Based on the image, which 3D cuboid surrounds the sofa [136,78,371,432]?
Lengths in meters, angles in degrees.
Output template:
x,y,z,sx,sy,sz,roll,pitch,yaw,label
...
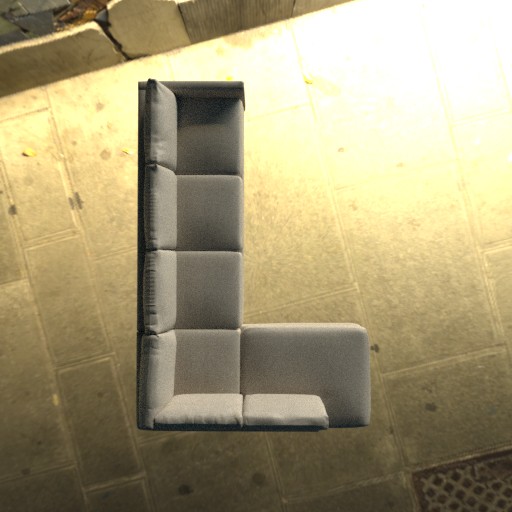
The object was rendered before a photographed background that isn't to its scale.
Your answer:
x,y,z,sx,sy,sz,roll,pitch,yaw,label
0.000,0.000,3.165,1.617,0.703,2.423,0,89,0,sofa
